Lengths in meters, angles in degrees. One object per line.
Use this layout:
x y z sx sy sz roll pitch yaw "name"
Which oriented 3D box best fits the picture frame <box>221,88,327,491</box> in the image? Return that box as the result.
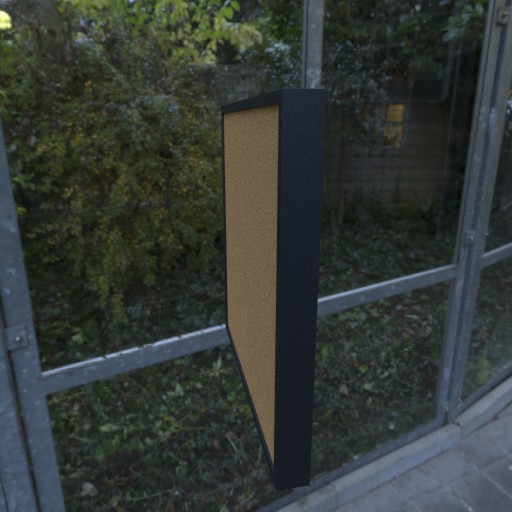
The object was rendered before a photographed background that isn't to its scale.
0.000 0.000 0.478 0.030 0.317 0.317 -3 17 -11 "picture frame"
